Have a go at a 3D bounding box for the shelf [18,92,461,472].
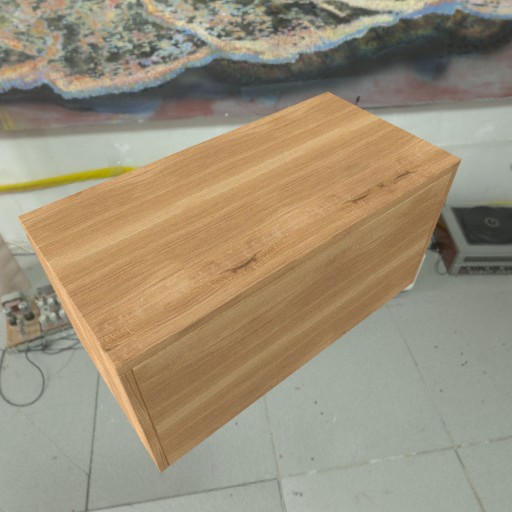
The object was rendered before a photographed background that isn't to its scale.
[{"bbox_3d":[0.000,0.000,1.018,0.800,0.400,0.400,-30,53,-26],"label":"shelf"}]
